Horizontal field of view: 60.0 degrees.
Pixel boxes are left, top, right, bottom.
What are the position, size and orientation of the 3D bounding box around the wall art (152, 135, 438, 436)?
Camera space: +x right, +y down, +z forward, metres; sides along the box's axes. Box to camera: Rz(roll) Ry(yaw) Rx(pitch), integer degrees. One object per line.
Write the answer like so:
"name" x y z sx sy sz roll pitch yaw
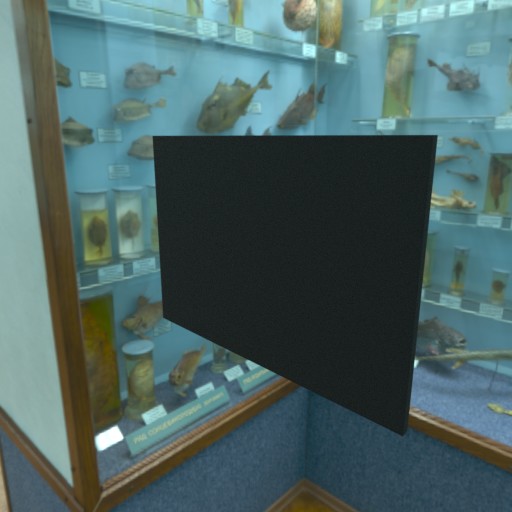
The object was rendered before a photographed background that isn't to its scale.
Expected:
"wall art" 0.000 0.000 1.250 0.026 0.656 0.958 -14 21 -43
